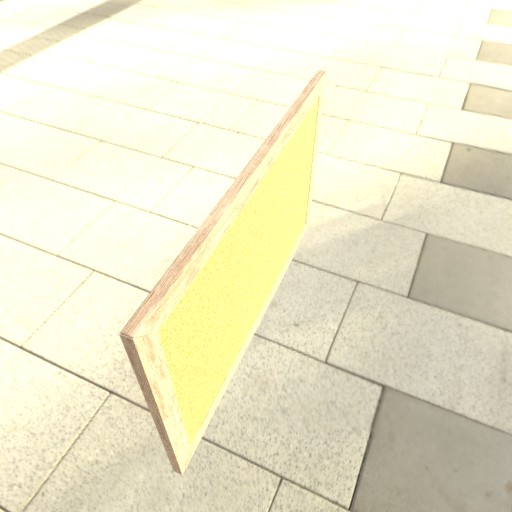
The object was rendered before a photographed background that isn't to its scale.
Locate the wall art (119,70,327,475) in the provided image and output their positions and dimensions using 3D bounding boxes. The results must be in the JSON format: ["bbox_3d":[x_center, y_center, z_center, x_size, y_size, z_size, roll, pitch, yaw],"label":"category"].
[{"bbox_3d":[0.000,0.000,0.941,0.021,0.480,0.780,17,49,16],"label":"wall art"}]
